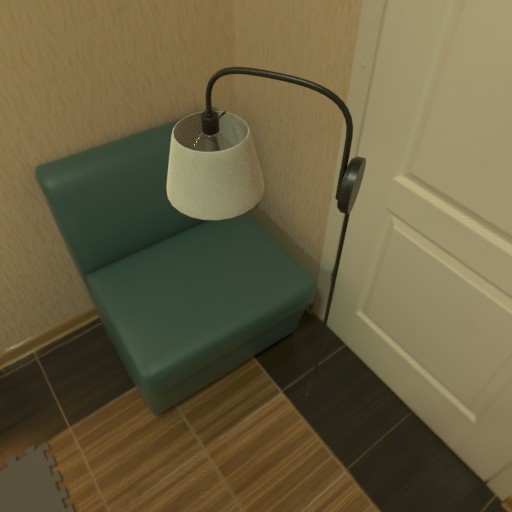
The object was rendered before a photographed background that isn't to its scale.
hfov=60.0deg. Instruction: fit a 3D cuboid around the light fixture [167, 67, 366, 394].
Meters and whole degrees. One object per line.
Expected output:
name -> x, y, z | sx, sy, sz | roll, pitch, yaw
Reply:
light fixture -> 0.000, 0.000, 0.466 | 0.176, 0.399, 0.092 | 18, 50, 16
